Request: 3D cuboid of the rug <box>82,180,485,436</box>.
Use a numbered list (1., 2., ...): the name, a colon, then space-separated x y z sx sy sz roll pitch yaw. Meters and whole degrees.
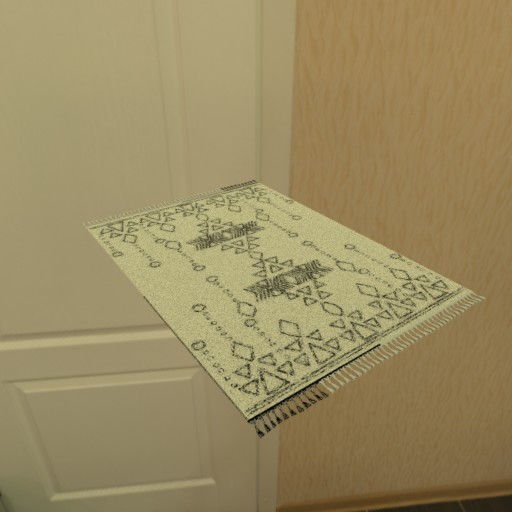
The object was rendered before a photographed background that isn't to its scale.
1. rug: 0.000 0.000 2.954 1.600 0.013 2.312 -20 36 -30
